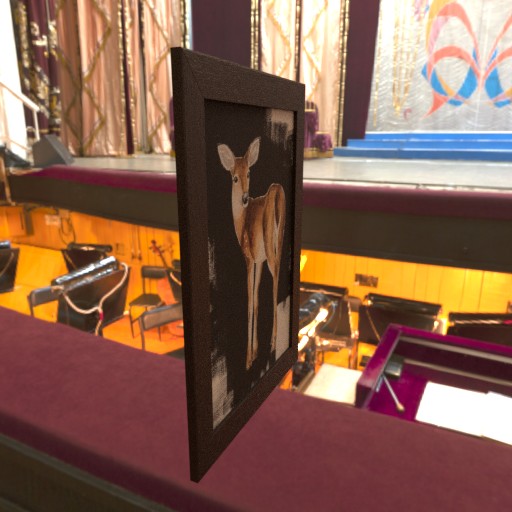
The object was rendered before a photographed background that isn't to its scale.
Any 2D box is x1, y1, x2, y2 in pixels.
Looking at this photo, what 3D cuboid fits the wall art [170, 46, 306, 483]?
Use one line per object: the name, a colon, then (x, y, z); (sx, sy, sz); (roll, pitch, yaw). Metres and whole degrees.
wall art: (0.000, 0.000, 0.652); (0.013, 0.508, 0.359); (7, 17, 25)
